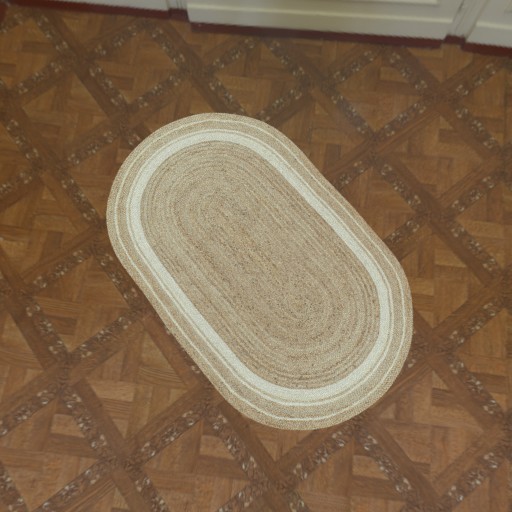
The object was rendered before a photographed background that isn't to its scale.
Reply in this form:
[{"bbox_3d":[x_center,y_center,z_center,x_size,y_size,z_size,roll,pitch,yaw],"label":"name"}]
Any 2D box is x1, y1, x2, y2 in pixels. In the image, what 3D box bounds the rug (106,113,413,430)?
[{"bbox_3d":[0.000,0.000,3.043,1.520,0.006,2.432,-38,78,-9],"label":"rug"}]
